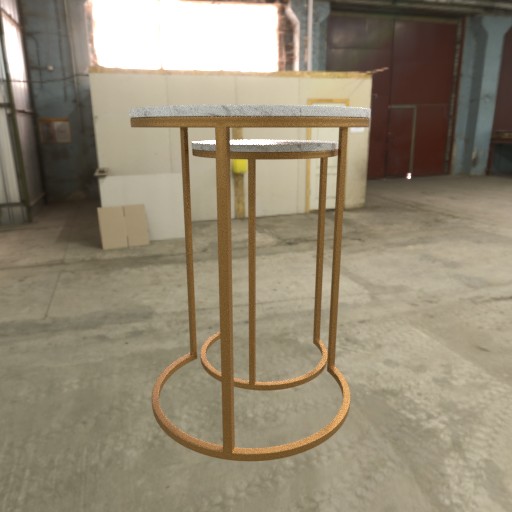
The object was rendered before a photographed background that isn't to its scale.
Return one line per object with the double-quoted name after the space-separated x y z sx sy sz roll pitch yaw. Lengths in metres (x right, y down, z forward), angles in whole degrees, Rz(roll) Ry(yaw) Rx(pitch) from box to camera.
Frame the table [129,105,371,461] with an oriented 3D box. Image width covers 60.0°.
0.000 0.000 0.886 0.400 0.550 0.507 3 17 10 "table"
